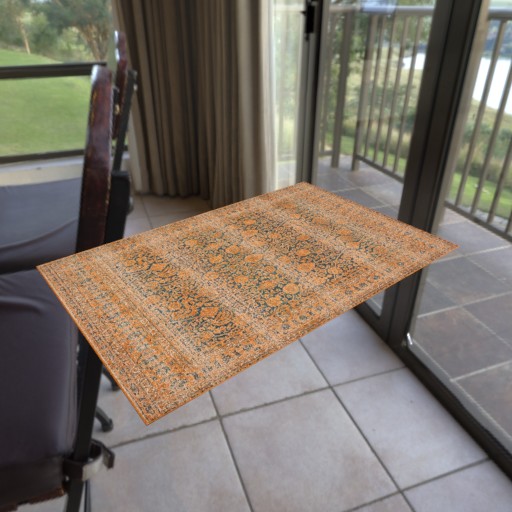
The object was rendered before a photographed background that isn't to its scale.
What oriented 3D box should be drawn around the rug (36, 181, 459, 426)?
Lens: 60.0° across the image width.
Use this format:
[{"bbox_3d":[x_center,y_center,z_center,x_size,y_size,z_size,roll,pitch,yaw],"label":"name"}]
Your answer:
[{"bbox_3d":[0.000,0.000,2.912,2.336,0.007,1.525,-22,37,-32],"label":"rug"}]
